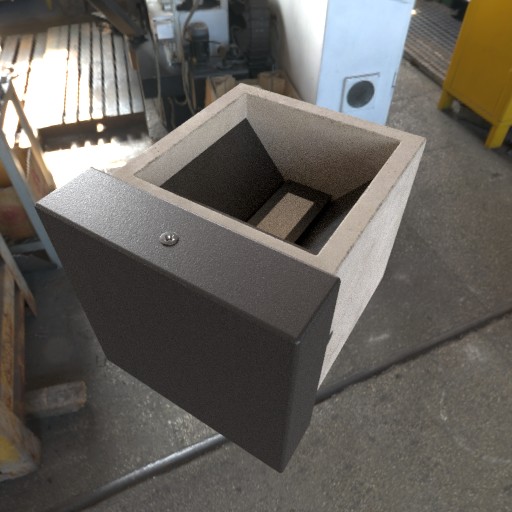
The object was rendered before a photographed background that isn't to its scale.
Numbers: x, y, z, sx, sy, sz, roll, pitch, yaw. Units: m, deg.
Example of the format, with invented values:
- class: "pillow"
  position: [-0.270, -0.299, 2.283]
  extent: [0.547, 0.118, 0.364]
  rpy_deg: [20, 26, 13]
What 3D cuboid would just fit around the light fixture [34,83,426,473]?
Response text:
- class: "light fixture"
  position: [0.000, 0.000, 0.239]
  extent: [0.121, 0.121, 0.143]
  rpy_deg: [25, 52, 21]
